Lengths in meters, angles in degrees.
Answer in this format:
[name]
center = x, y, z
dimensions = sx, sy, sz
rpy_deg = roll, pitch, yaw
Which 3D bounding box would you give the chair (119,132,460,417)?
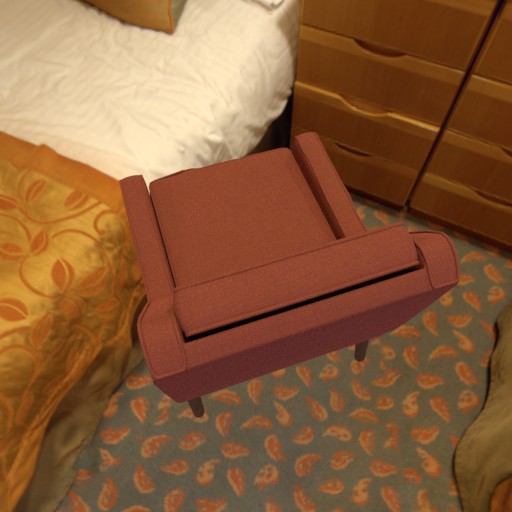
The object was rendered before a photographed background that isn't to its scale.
[chair]
center = 0.000, 0.000, 1.343
dimensions = 0.680, 0.812, 0.770
rpy_deg = -16, 60, -10
